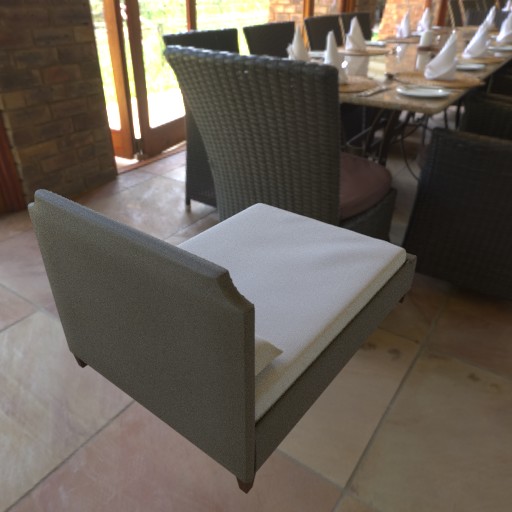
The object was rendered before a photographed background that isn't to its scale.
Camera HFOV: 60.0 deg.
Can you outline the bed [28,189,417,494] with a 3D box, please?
[{"bbox_3d":[0.000,0.000,3.302,1.712,1.443,2.372,22,37,32],"label":"bed"}]
